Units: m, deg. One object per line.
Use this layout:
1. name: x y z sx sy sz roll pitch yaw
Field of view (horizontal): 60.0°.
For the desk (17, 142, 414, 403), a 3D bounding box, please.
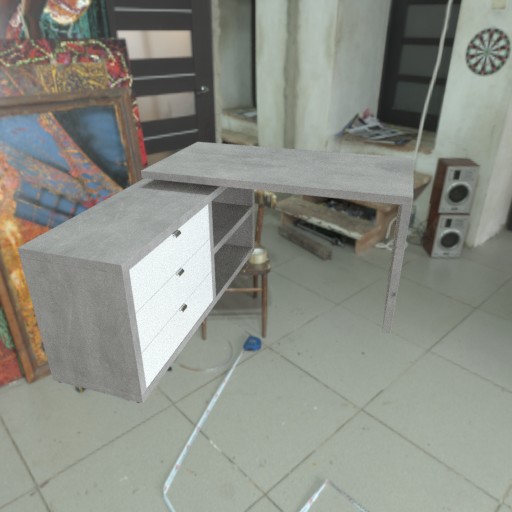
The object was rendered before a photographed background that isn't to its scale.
1. desk: 0.000 0.000 2.238 1.400 0.740 1.500 8 28 16
